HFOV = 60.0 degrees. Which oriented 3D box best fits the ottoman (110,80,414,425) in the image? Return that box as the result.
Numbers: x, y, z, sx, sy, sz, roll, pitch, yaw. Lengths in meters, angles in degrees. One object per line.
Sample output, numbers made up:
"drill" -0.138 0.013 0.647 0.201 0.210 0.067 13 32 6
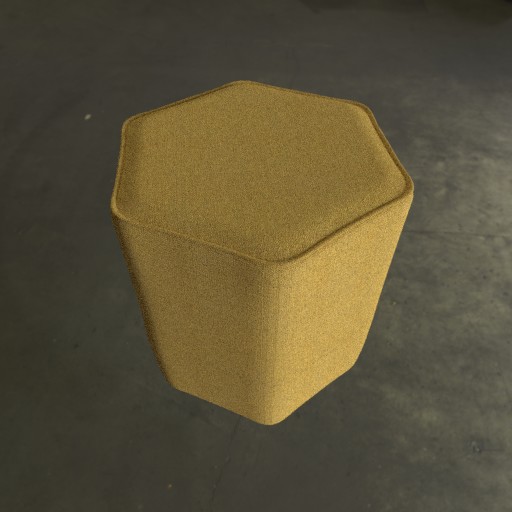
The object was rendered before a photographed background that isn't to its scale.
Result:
"ottoman" 0.000 0.000 0.870 0.443 0.502 0.494 -5 47 -5
